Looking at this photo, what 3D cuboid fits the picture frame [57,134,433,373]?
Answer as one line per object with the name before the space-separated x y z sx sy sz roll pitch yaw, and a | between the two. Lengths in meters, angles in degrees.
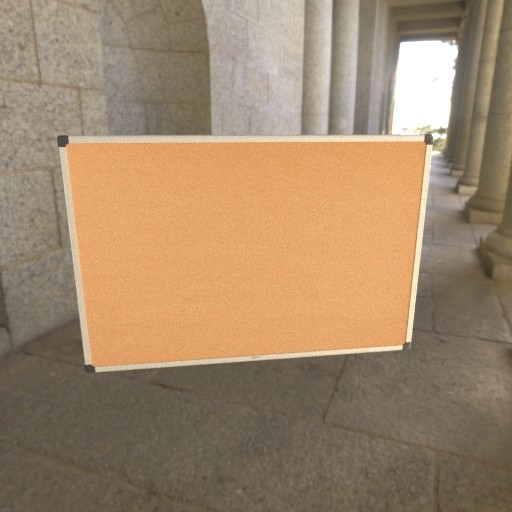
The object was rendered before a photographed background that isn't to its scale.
picture frame | 0.000 0.000 1.137 0.900 0.600 0.010 -2 17 -8
